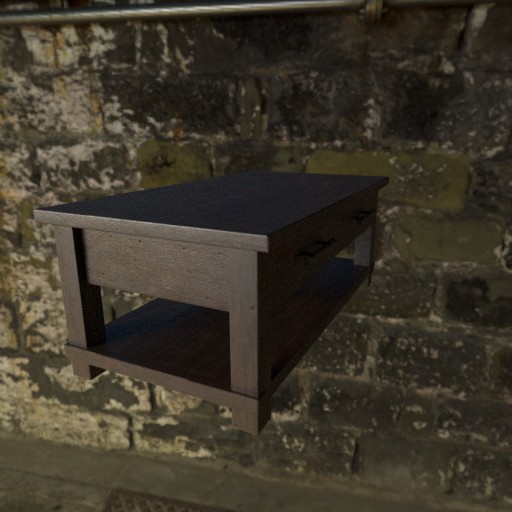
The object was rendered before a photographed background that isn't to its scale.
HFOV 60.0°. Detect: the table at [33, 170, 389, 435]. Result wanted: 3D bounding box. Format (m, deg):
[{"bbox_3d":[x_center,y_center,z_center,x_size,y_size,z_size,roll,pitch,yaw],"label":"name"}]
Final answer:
[{"bbox_3d":[0.000,0.000,1.626,0.700,0.494,1.270,8,18,25],"label":"table"}]
